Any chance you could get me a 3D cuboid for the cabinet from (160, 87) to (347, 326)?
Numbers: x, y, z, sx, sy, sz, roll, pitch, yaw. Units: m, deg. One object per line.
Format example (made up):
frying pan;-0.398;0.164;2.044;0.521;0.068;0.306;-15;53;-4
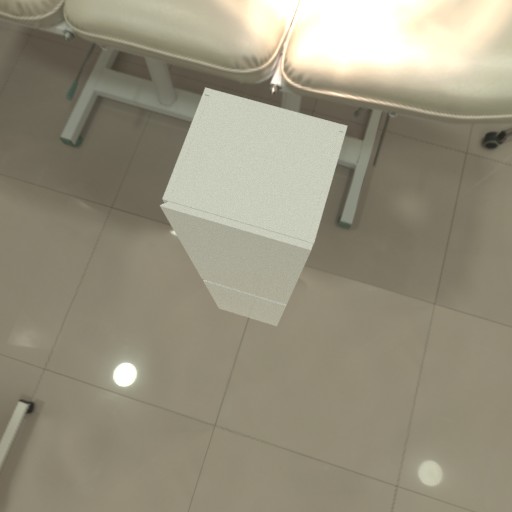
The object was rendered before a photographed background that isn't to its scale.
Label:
cabinet;0.000;0.000;1.541;0.300;1.400;0.270;17;76;4
